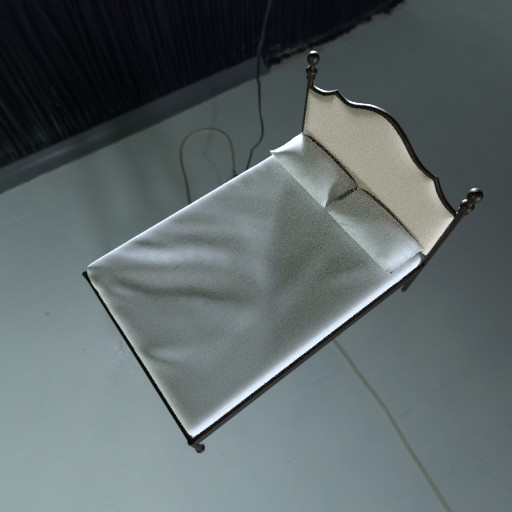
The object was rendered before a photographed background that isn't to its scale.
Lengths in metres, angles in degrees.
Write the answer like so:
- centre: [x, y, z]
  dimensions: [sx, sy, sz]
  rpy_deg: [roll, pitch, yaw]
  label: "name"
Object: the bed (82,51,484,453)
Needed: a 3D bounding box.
- centre: [0.000, 0.000, 3.147]
  dimensions: [2.170, 1.462, 1.533]
  rpy_deg: [-34, 68, -16]
  label: "bed"
